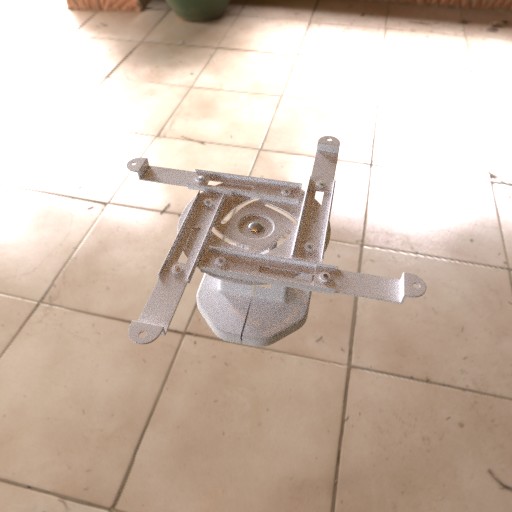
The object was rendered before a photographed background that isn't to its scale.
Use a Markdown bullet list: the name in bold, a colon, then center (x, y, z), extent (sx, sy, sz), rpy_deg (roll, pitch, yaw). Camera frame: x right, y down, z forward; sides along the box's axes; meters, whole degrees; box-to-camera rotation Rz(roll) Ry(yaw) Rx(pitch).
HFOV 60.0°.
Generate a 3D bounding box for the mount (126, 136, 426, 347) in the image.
- **mount**: center (0.000, 0.000, 0.587), extent (0.394, 0.141, 0.394), rpy_deg (9, 48, 8)
